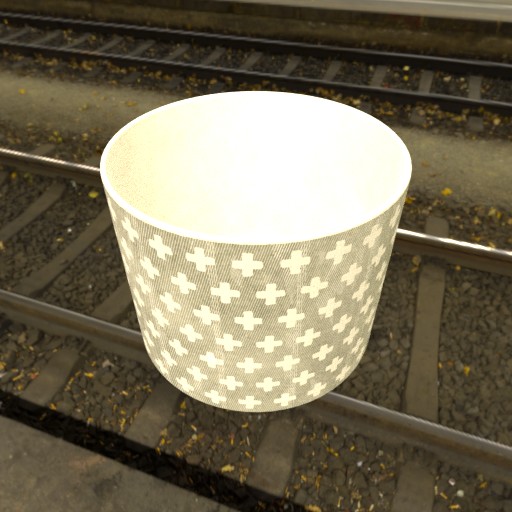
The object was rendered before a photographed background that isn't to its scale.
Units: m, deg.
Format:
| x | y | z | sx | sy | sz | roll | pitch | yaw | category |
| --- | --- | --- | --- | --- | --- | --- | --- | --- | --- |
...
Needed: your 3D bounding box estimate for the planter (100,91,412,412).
| x | y | z | sx | sy | sz | roll | pitch | yaw | category |
| --- | --- | --- | --- | --- | --- | --- | --- | --- | --- |
| 0.000 | 0.000 | 0.445 | 0.250 | 0.239 | 0.250 | 0 | 41 | 0 | planter |
